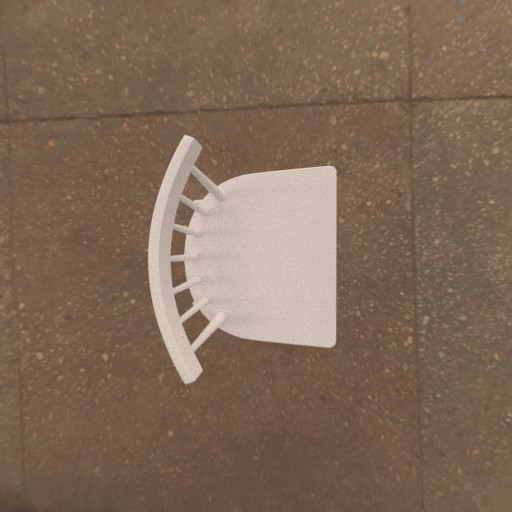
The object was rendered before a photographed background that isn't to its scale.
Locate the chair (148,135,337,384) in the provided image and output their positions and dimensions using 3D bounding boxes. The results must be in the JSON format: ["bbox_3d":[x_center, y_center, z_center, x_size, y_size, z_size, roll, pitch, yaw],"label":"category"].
[{"bbox_3d":[0.000,0.000,1.379,0.572,1.092,0.483,0,91,1],"label":"chair"}]
